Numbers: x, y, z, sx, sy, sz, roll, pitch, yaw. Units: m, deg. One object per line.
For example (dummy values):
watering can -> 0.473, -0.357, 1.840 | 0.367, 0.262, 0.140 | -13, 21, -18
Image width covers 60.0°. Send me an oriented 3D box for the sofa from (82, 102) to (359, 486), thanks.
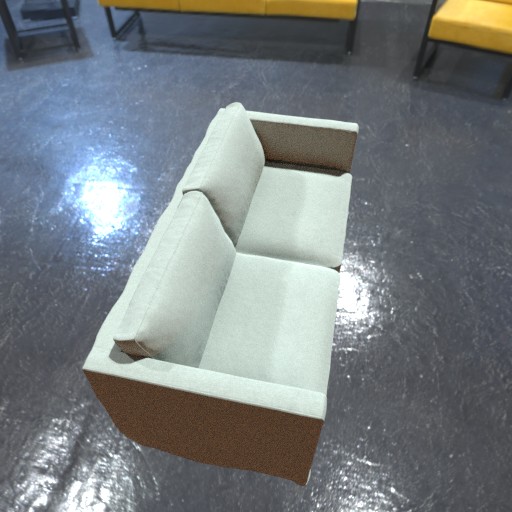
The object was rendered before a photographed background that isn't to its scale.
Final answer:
sofa -> 0.000, 0.000, 2.451 | 0.940, 0.870, 1.987 | 9, 48, 8
